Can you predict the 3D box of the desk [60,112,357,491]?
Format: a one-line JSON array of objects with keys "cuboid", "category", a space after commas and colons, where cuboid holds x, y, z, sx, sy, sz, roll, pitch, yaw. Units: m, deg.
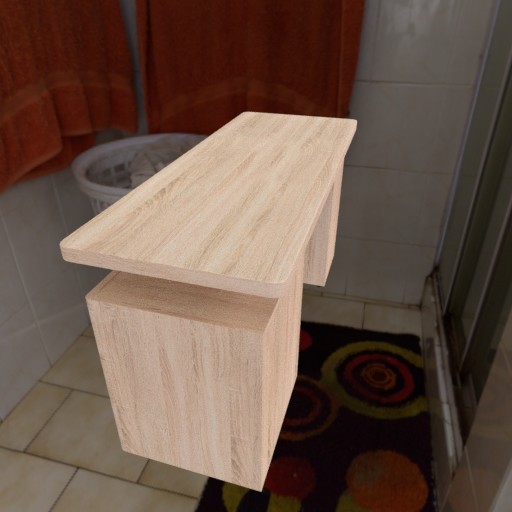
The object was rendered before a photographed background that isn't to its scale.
[{"cuboid": [0.000, 0.000, 1.730, 0.550, 0.760, 1.400, 9, 32, 15], "category": "desk"}]
